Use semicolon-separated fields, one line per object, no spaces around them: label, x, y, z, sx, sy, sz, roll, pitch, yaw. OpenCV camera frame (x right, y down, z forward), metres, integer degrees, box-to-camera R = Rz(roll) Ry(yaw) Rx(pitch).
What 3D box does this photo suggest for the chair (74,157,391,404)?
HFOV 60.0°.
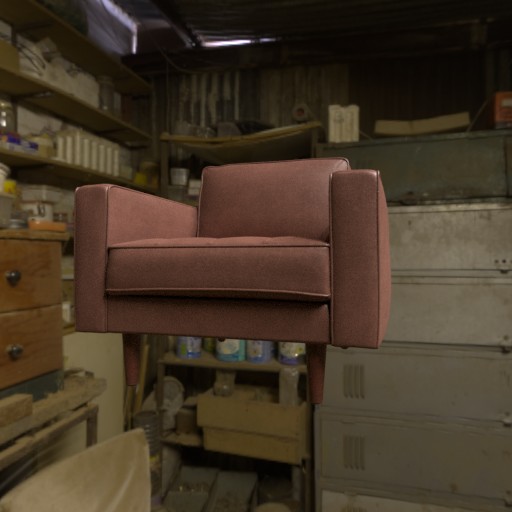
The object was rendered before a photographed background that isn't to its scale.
chair;0.000;0.000;1.578;0.920;0.770;0.900;0;0;17
